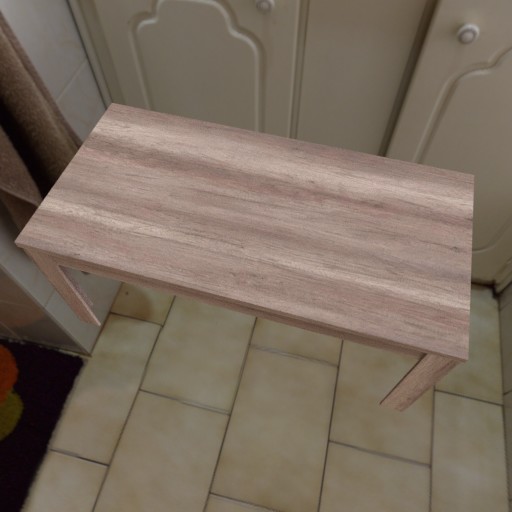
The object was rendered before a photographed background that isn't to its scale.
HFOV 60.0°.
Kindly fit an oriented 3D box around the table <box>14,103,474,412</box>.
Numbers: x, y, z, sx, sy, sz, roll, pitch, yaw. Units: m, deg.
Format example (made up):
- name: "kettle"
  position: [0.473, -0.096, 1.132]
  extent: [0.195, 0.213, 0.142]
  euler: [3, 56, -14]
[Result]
- name: "table"
  position: [0.000, 0.000, 2.244]
  extent: [1.800, 0.790, 0.900]
  euler: [14, 59, 9]
